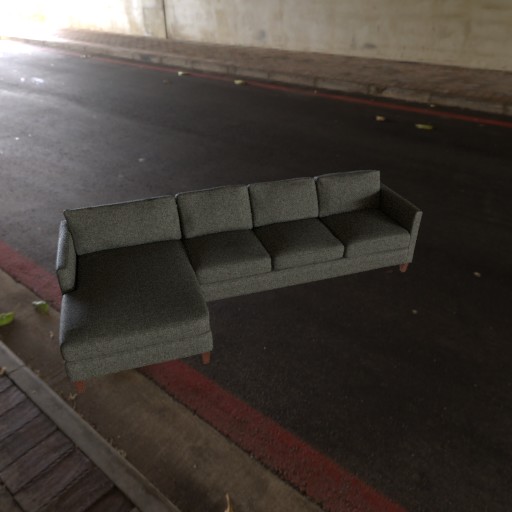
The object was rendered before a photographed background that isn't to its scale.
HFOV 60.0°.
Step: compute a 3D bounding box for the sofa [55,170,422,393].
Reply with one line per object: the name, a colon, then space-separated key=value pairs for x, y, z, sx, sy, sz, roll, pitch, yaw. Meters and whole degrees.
sofa: x=0.000 y=0.000 z=4.205 sx=3.485 sy=0.960 sz=1.635 roll=-10 pitch=33 yaw=-16
